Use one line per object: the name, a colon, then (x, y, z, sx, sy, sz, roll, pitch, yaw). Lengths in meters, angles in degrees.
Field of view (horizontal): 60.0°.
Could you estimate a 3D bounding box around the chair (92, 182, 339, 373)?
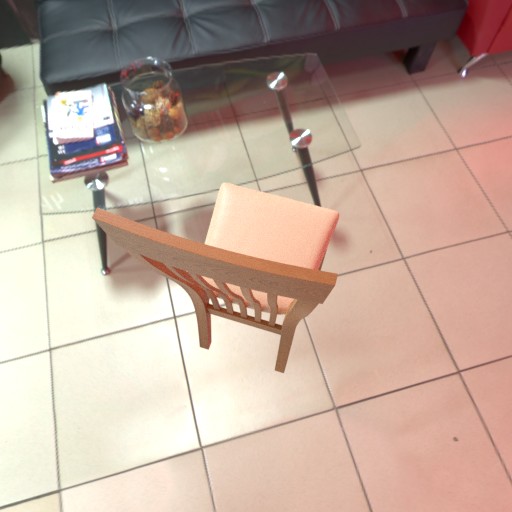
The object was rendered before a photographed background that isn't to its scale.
chair: (0.000, 0.000, 1.357, 0.450, 1.050, 0.580, 16, 63, 8)
